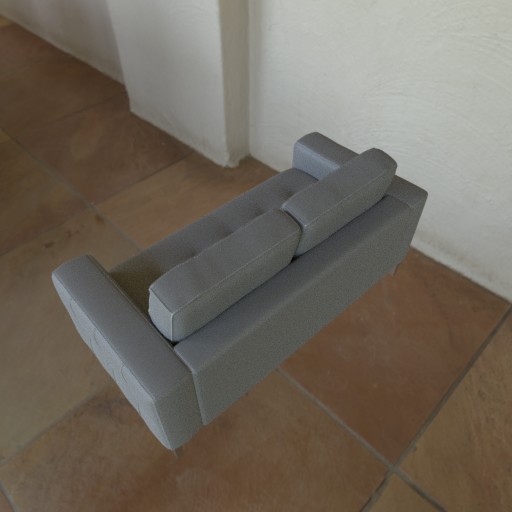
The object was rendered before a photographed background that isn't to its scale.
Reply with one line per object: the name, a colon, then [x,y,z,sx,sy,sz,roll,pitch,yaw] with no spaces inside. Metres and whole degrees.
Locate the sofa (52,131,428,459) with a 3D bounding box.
sofa: [0.000,0.000,2.239,1.726,0.893,0.833,-34,55,-27]
